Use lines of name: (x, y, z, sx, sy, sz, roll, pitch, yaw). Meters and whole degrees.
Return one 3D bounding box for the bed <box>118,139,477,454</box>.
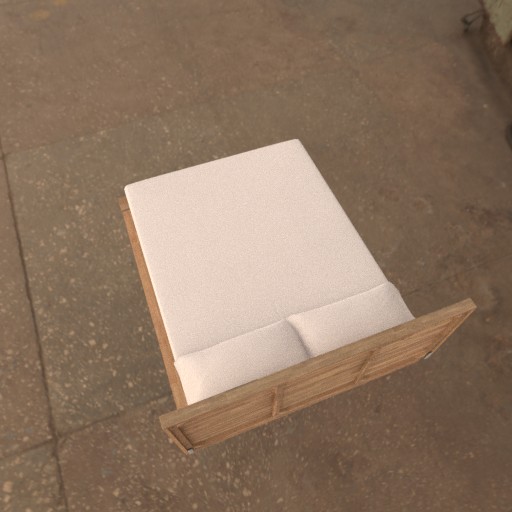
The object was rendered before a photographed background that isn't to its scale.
bed: (0.000, 0.000, 3.229, 1.759, 1.071, 2.145, -18, 59, -11)
